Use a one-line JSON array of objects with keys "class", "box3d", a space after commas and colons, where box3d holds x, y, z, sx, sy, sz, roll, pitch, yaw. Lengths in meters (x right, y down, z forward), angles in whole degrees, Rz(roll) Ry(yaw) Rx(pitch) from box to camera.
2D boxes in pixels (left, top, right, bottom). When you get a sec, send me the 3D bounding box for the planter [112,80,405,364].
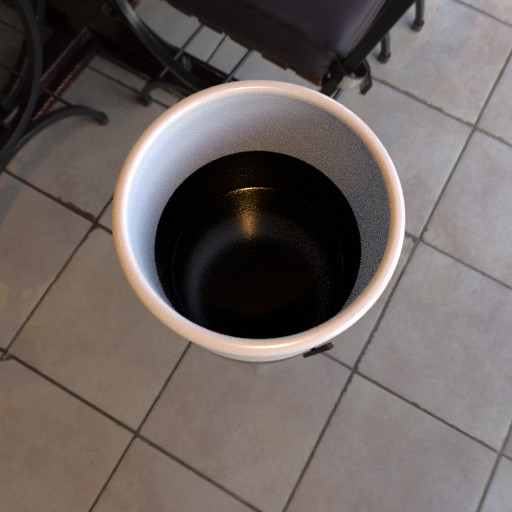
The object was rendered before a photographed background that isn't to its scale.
[{"class": "planter", "box3d": [0.000, 0.000, 0.658, 0.310, 0.432, 0.310, 11, 75, 3]}]
